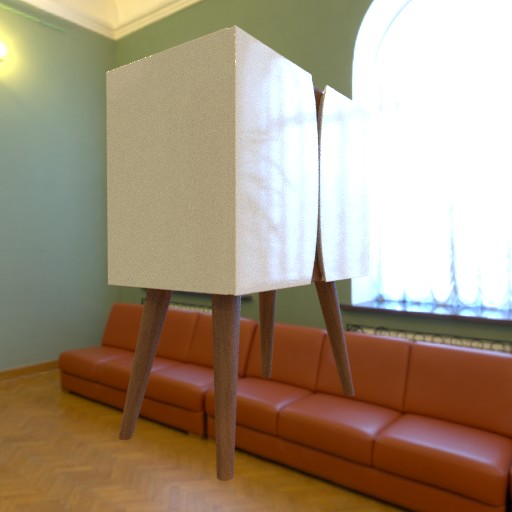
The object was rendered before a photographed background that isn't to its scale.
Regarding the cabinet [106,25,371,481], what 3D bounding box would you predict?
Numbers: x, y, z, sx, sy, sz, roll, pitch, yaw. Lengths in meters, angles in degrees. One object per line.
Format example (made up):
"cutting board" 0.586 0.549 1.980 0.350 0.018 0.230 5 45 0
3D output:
"cabinet" 0.000 0.000 1.070 0.344 0.772 0.591 1 2 36
